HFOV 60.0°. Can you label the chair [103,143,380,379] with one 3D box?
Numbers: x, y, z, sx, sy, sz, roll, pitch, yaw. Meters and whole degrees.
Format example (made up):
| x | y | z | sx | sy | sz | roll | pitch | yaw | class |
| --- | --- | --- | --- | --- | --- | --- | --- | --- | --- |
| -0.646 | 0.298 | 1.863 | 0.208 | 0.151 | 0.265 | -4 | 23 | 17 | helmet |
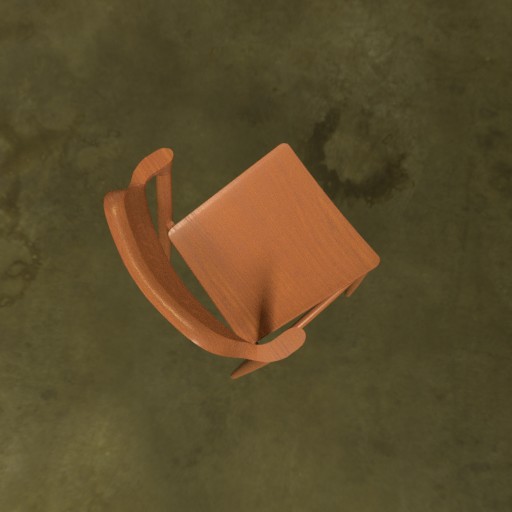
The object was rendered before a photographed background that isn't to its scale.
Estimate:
| x | y | z | sx | sy | sz | roll | pitch | yaw | class |
| --- | --- | --- | --- | --- | --- | --- | --- | --- | --- |
| 0.000 | 0.000 | 1.155 | 0.499 | 0.801 | 0.496 | -35 | 78 | -8 | chair |
